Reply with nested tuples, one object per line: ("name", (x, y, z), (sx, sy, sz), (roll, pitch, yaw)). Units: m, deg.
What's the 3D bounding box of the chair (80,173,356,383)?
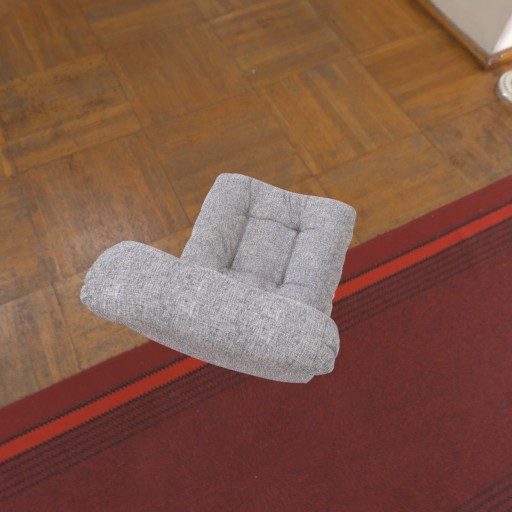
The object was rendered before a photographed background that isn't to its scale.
("chair", (0.000, 0.000, 0.989), (0.400, 0.600, 0.583), (16, 65, 8))
